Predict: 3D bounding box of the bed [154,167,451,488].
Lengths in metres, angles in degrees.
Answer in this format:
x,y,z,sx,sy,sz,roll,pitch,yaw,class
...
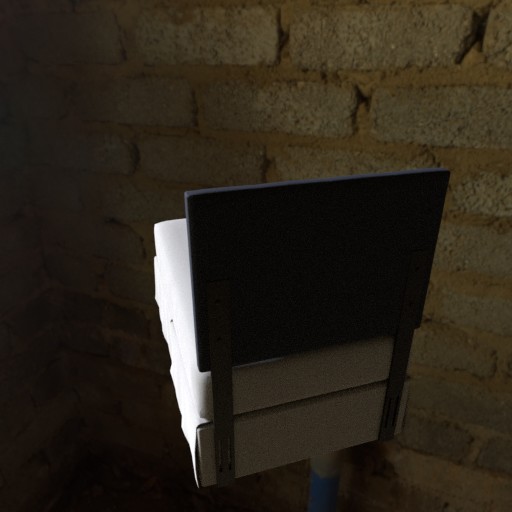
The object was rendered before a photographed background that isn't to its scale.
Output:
x,y,z,sx,sy,sz,roll,pitch,yaw,class
0.000,0.000,2.908,1.261,1.571,1.997,-8,27,-16,bed
